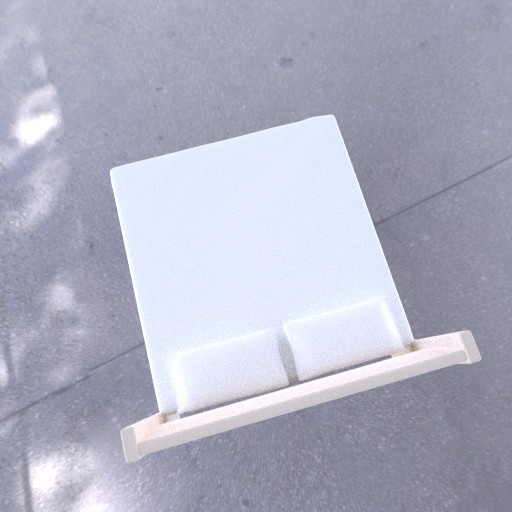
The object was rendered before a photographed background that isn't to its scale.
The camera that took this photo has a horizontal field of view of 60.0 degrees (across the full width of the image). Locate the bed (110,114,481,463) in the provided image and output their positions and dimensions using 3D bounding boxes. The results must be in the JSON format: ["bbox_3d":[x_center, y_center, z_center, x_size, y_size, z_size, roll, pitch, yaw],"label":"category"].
[{"bbox_3d":[0.000,0.000,3.525,2.145,1.471,2.293,-15,76,-4],"label":"bed"}]
